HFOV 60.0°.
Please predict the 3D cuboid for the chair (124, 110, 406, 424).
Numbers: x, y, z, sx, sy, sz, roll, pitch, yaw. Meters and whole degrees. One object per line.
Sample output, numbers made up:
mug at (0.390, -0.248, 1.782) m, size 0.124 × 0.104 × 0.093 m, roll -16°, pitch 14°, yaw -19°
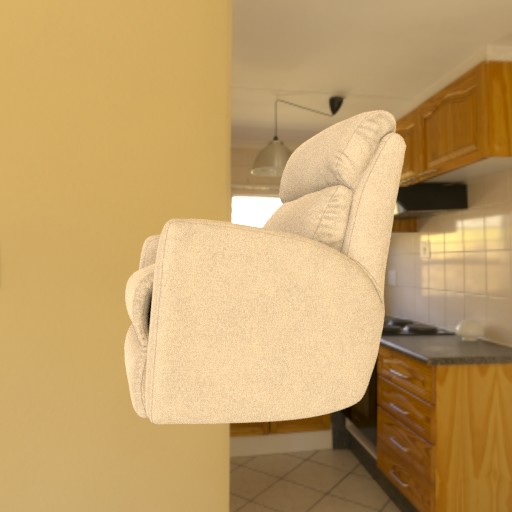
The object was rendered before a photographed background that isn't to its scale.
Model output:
chair at (0.000, 0.000, 1.679) m, size 0.940 × 1.021 × 0.794 m, roll 0°, pitch -1°, yaw -19°
